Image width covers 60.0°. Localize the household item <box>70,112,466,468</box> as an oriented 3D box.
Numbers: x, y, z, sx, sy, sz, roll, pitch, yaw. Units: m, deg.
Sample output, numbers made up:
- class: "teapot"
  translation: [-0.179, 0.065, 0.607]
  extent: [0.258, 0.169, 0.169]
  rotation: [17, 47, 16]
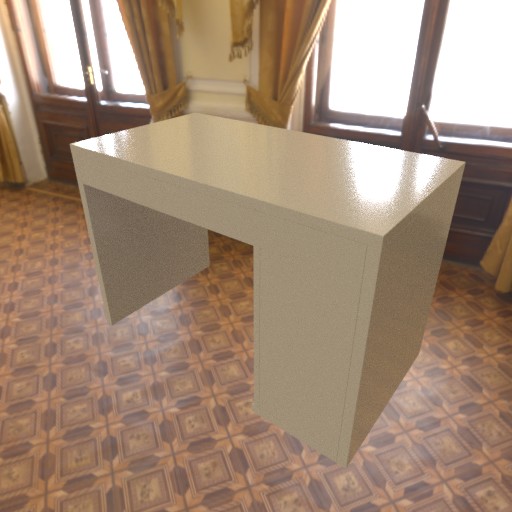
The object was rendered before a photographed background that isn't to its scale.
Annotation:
- class: "household item"
  translation: [0.000, 0.000, 1.575]
  extent: [1.100, 0.749, 0.597]
  rotation: [21, 36, 32]
